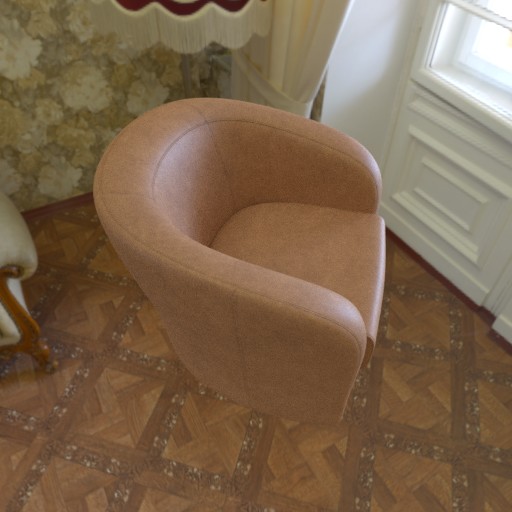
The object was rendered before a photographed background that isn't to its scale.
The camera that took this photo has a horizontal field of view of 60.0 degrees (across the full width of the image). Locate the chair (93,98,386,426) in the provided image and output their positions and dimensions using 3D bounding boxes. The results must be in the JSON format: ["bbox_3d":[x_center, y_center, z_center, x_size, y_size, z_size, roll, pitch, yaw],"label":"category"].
[{"bbox_3d":[0.000,0.000,1.425,0.815,0.771,0.791,11,47,10],"label":"chair"}]
